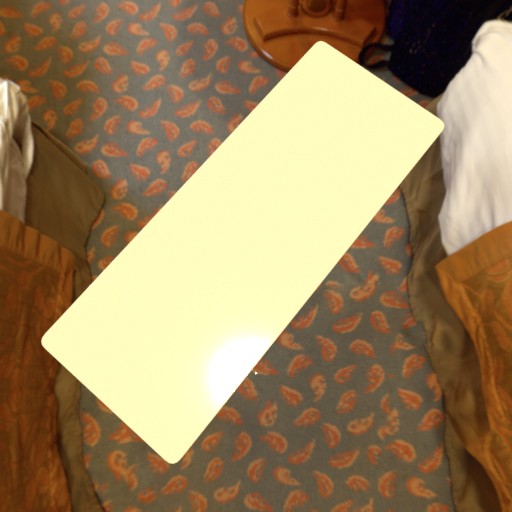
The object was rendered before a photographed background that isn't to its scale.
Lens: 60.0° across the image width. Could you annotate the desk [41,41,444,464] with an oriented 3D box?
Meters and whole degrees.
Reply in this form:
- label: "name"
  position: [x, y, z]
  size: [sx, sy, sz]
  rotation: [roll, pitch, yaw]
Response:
- label: "desk"
  position: [0.000, 0.000, 1.793]
  size: [0.550, 0.762, 1.400]
  rotation: [38, 78, 9]
